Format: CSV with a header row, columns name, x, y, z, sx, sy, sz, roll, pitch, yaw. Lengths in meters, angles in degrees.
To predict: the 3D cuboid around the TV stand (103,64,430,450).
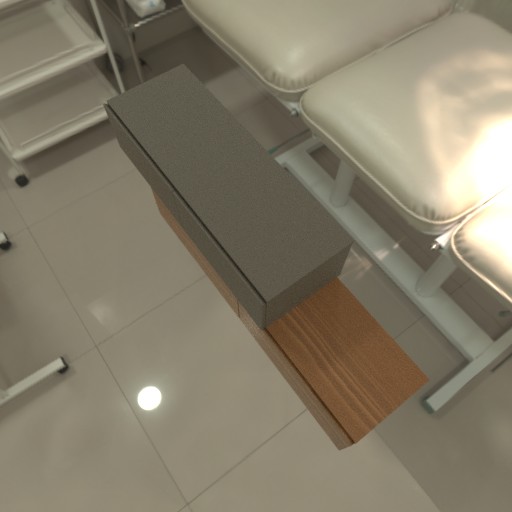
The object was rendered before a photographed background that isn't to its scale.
name,x,y,z,sx,sy,sz,roll,pitch,yaw
TV stand,0.000,0.000,1.584,0.329,0.591,1.336,-33,68,-16
